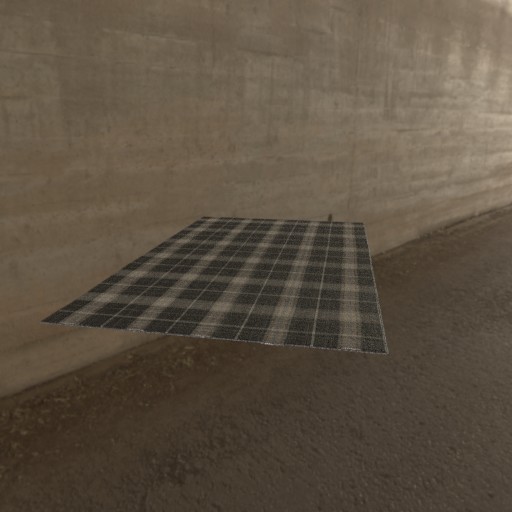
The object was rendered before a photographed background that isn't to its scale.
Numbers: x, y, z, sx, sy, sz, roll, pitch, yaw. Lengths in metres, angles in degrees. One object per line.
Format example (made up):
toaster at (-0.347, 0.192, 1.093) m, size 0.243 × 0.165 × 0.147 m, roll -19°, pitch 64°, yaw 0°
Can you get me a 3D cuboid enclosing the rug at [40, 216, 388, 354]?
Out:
rug at (0.000, 0.000, 2.994) m, size 1.520 × 0.015 × 2.434 m, roll 3°, pitch 17°, yaw 11°
